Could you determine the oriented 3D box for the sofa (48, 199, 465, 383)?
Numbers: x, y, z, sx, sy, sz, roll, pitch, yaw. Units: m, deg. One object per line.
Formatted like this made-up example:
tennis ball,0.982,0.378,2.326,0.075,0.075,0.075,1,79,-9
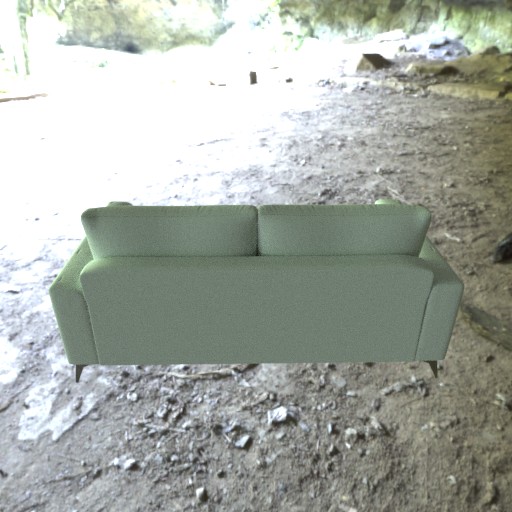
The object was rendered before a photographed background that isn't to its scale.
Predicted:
sofa,0.000,0.000,2.180,1.650,0.790,0.920,0,30,-1
